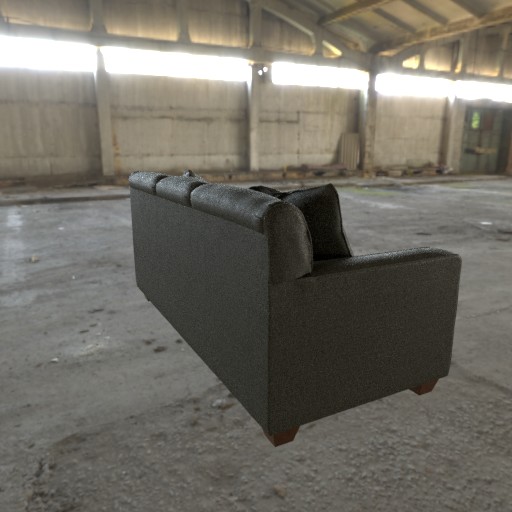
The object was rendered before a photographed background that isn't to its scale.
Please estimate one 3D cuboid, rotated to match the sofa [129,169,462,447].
[{"bbox_3d":[0.000,0.000,2.559,0.997,0.958,2.024,-7,15,-27],"label":"sofa"}]
